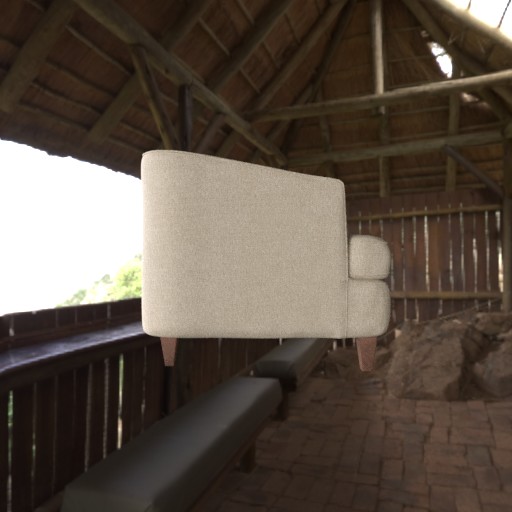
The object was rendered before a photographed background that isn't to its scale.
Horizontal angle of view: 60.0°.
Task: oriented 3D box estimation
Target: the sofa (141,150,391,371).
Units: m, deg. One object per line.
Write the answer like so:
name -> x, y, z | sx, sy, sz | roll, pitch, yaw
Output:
sofa -> 0.000, 0.000, 2.612 | 0.913, 0.788, 2.235 | 0, 1, -1
